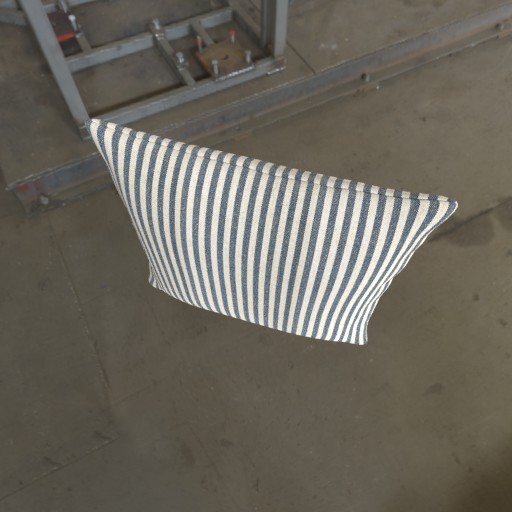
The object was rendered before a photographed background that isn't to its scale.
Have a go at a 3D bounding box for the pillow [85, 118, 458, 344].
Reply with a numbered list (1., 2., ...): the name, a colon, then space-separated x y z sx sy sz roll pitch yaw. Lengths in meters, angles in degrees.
1. pillow: 0.000 0.000 0.806 0.523 0.510 0.166 14 61 8
